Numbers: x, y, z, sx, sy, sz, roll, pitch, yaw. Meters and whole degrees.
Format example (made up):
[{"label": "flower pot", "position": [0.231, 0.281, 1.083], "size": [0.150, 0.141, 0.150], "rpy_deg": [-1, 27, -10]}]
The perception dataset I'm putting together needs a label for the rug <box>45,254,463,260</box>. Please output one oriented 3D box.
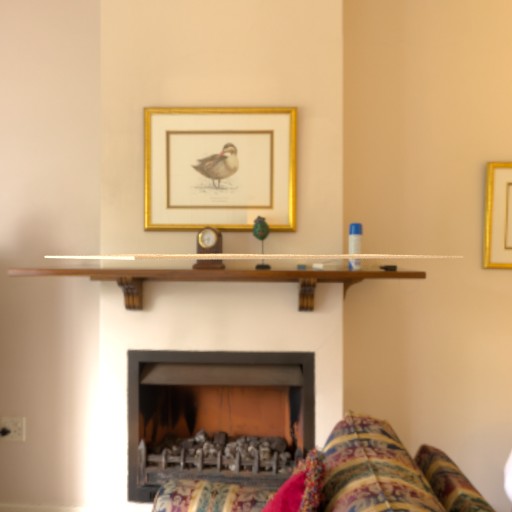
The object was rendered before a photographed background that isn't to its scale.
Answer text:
[{"label": "rug", "position": [0.000, 0.000, 3.128], "size": [2.438, 0.026, 1.706], "rpy_deg": [0, 0, -36]}]
